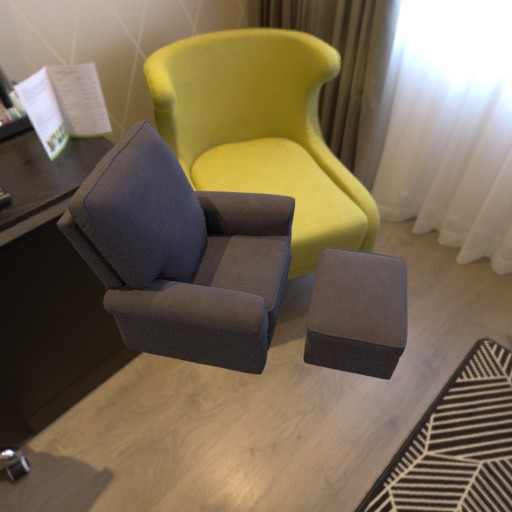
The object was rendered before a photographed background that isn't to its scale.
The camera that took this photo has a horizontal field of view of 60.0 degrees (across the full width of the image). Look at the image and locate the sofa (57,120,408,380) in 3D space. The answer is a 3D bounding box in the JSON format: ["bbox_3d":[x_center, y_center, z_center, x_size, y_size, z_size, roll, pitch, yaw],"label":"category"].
[{"bbox_3d":[0.000,0.000,2.120,1.478,0.959,0.880,9,47,9],"label":"sofa"}]
